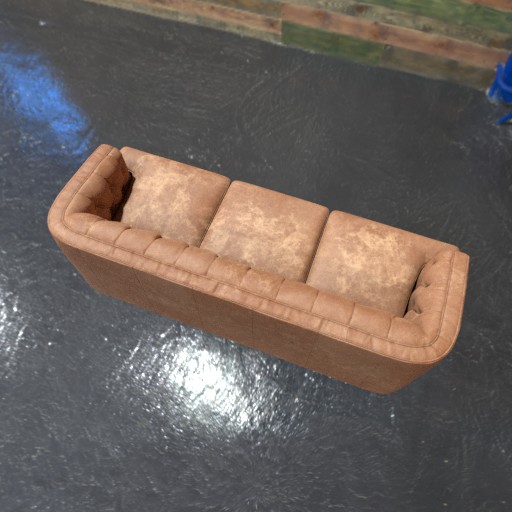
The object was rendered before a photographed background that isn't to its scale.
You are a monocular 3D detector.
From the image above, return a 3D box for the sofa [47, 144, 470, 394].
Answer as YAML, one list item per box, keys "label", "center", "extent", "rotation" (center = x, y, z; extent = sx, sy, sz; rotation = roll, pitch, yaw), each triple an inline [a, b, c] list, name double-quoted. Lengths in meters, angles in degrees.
- label: "sofa"
  center: [0.000, 0.000, 2.632]
  extent: [2.257, 0.791, 0.922]
  rotation: [18, 64, 9]
